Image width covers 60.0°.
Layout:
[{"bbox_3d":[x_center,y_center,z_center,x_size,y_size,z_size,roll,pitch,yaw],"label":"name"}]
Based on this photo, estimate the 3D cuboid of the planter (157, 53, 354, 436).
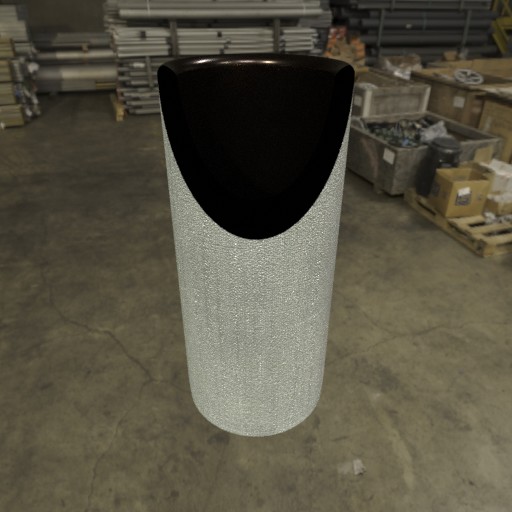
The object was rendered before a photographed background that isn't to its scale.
[{"bbox_3d":[0.000,0.000,0.128,0.045,0.103,0.045,-8,31,-14],"label":"planter"}]
